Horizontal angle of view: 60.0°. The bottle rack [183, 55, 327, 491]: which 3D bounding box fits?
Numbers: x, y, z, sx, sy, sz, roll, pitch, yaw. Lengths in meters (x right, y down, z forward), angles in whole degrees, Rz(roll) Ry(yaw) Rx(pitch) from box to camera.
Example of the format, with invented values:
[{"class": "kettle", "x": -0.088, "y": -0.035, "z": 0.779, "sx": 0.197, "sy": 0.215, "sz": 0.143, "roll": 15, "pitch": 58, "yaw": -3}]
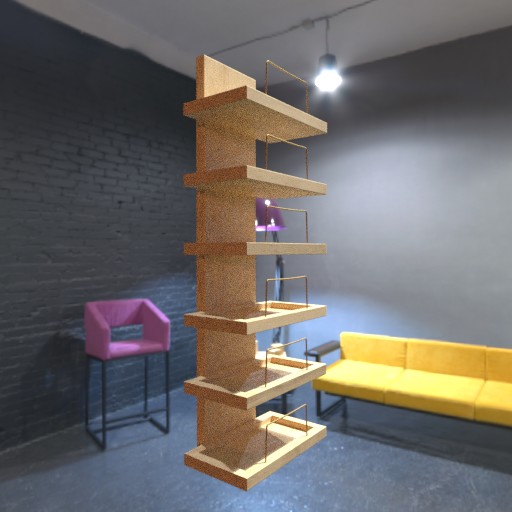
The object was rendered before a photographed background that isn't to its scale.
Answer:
[{"class": "bottle rack", "x": 0.000, "y": 0.000, "z": 1.075, "sx": 0.206, "sy": 0.943, "sz": 0.330, "roll": 1, "pitch": 1, "yaw": 38}]
